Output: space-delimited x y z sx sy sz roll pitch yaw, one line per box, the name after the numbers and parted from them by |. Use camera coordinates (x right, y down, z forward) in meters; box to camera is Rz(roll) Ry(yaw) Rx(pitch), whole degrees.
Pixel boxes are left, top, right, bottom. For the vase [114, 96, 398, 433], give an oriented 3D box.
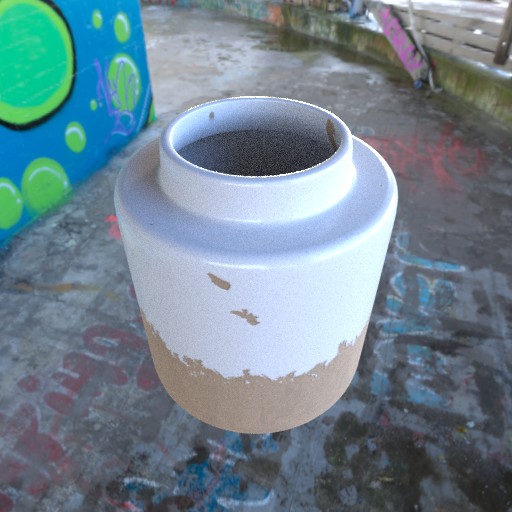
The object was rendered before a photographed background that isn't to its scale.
0.000 0.000 0.280 0.153 0.167 0.153 0 41 0 | vase
